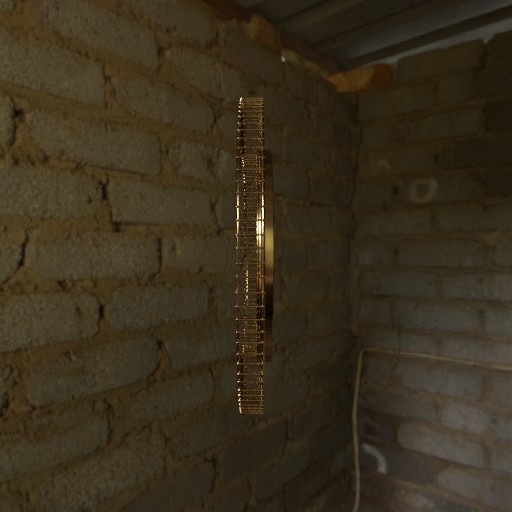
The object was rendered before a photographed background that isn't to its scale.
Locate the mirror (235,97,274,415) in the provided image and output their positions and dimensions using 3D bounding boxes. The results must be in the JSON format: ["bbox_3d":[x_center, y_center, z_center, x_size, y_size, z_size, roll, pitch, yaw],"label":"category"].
[{"bbox_3d":[0.000,0.000,1.044,0.067,0.703,0.703,0,0,0],"label":"mirror"}]
